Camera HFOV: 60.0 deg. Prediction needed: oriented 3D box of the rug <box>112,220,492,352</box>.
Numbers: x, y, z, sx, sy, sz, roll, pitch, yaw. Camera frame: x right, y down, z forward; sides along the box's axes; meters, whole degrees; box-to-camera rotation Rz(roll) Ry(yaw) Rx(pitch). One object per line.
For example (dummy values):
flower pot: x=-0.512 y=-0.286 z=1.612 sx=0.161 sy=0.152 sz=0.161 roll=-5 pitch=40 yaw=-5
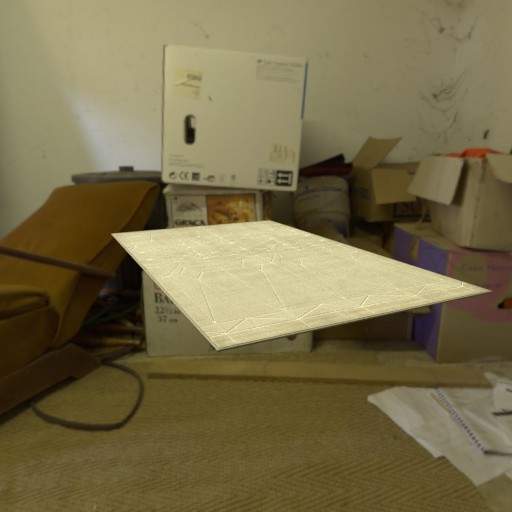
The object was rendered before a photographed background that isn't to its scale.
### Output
rug: x=0.000 y=0.000 z=3.026 sx=1.524 sy=0.012 sz=2.438 roll=-7 pitch=16 yaw=-26
